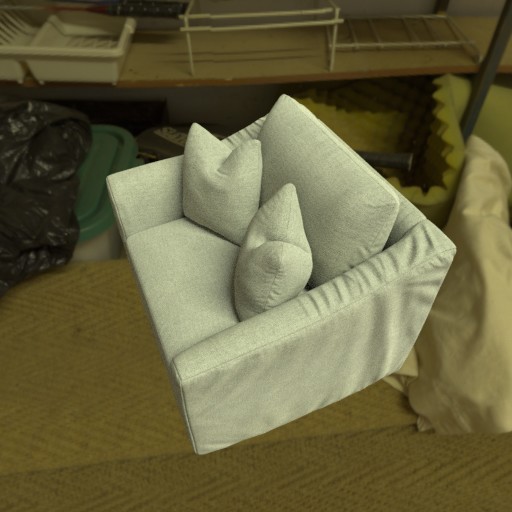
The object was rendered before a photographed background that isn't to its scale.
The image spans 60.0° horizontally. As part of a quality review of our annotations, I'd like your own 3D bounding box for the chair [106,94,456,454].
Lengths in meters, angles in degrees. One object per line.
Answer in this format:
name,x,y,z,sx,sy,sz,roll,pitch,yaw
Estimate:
chair,0.000,0.000,2.034,1.071,1.059,1.194,-18,48,-17
